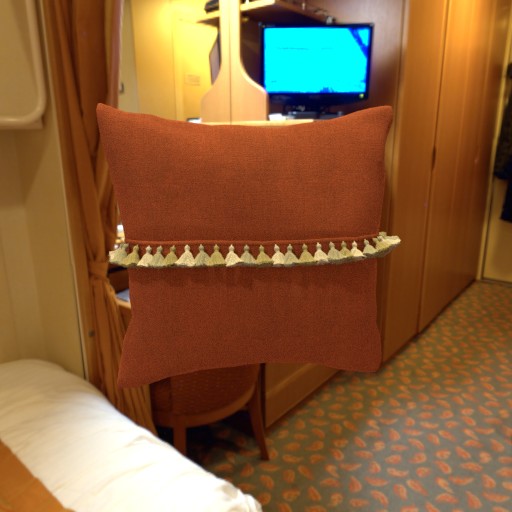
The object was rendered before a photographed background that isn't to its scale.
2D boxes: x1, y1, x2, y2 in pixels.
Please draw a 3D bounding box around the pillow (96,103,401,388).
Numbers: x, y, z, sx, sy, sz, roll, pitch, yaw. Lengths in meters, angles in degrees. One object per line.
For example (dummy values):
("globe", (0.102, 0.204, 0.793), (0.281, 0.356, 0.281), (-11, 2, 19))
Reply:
("pillow", (0.000, 0.000, 0.739), (0.490, 0.482, 0.165), (-2, 15, -7))
